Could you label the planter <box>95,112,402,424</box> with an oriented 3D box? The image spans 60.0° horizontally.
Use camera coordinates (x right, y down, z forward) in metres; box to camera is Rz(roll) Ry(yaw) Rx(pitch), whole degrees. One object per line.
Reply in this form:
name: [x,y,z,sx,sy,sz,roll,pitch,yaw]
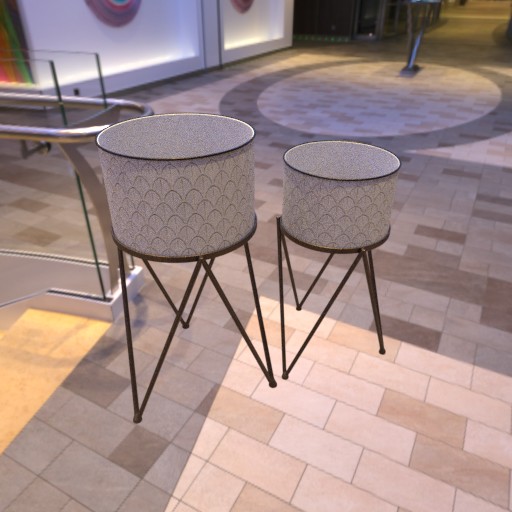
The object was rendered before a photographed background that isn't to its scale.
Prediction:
planter: [0.000,0.000,1.187,0.769,0.712,0.413,-10,33,-16]
